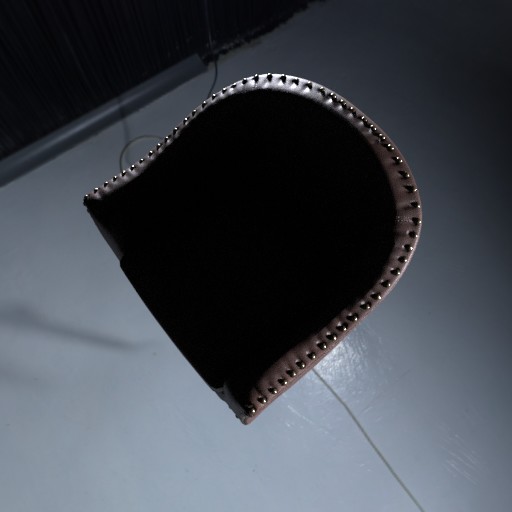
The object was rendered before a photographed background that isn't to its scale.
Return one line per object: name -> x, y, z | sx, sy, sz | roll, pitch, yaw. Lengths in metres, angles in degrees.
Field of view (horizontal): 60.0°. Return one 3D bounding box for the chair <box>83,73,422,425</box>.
chair -> 0.000, 0.000, 1.450 | 0.748, 0.823, 0.794 | -37, 70, -16
